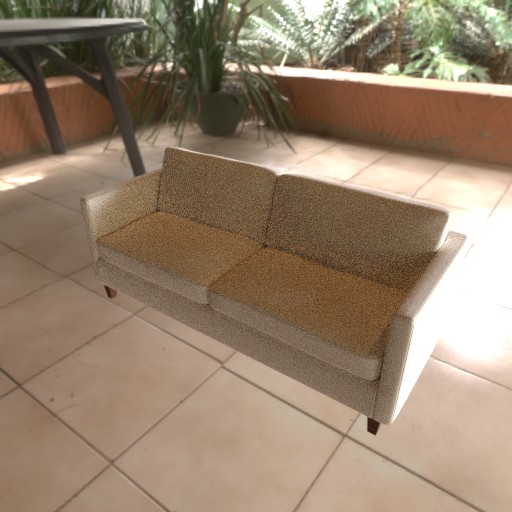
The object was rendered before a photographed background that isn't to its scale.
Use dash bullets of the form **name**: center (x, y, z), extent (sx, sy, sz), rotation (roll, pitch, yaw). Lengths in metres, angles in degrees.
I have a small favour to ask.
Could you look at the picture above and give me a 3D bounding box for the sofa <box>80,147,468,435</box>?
- **sofa**: center (0.000, 0.000, 2.675), extent (2.139, 0.933, 0.924), rotation (20, 35, 30)
